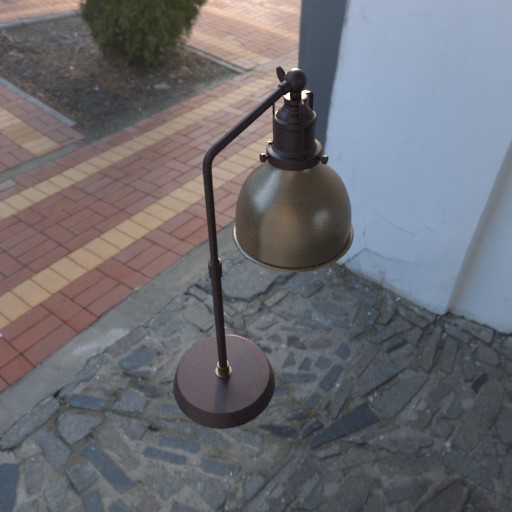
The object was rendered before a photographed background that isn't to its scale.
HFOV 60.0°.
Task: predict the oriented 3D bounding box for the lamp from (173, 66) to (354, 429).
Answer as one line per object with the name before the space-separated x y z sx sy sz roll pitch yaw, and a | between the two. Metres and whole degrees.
lamp | 0.000 0.000 0.601 0.298 0.469 0.175 -25 47 -26
